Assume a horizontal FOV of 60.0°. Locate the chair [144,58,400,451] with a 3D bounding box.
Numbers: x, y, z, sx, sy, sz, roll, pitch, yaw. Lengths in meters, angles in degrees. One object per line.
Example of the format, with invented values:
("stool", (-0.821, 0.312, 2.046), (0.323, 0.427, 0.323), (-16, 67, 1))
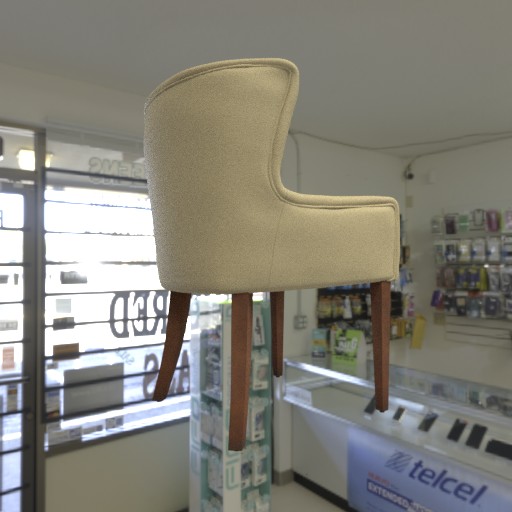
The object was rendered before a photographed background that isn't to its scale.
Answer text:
("chair", (0.000, 0.000, 1.405), (0.686, 0.952, 0.660), (1, -1, -35))
